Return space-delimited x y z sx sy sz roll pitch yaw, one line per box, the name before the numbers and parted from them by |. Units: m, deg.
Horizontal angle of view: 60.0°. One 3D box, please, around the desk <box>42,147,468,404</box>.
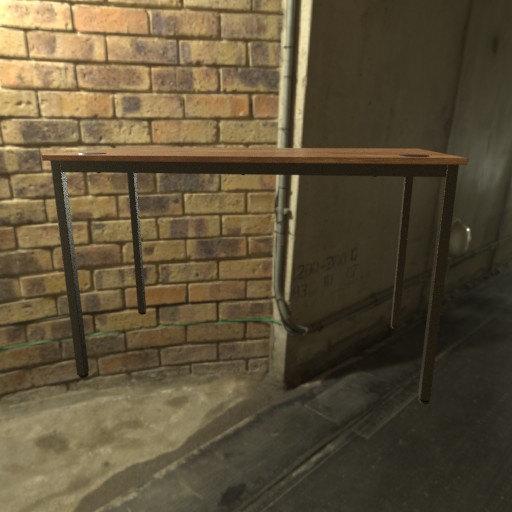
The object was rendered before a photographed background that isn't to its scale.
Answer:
desk | 0.000 0.000 1.620 1.200 0.749 0.600 2 16 7
